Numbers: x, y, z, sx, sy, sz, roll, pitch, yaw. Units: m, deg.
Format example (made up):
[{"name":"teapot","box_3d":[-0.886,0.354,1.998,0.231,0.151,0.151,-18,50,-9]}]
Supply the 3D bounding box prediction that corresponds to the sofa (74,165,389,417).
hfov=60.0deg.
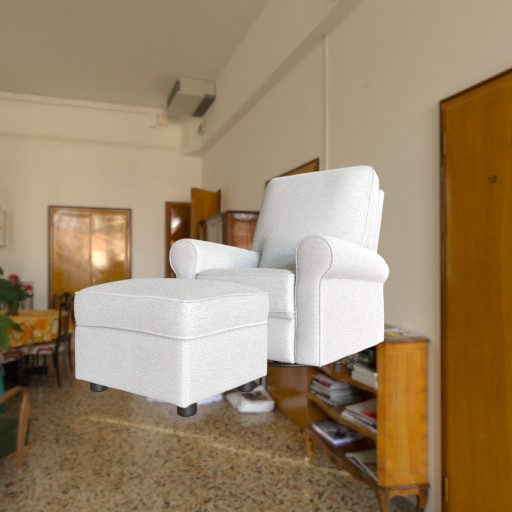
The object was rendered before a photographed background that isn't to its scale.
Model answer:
[{"name":"sofa","box_3d":[0.000,0.000,1.989,0.880,0.959,1.478,0,-1,35]}]
